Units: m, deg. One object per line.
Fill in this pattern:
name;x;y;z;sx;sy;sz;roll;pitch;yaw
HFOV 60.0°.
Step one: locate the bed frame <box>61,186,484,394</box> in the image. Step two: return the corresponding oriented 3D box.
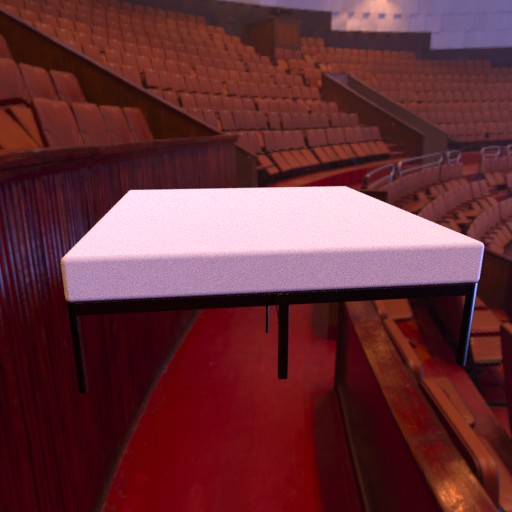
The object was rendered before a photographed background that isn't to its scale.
bed frame;0.000;0.000;3.062;1.963;0.659;2.079;-2;17;-7
